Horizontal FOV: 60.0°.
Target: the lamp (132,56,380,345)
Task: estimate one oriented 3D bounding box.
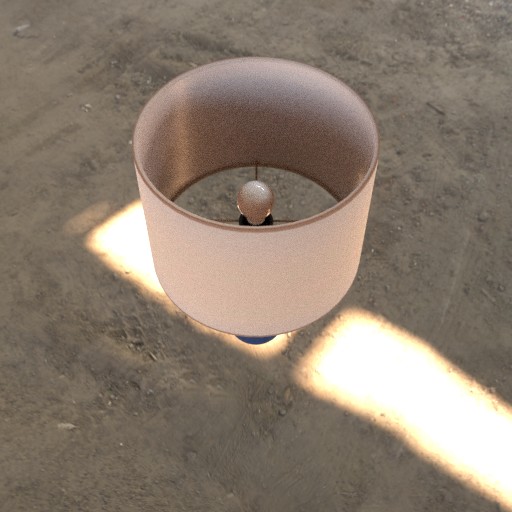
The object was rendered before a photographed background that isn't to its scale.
[{"bbox_3d":[0.000,0.000,0.832,0.367,0.609,0.367,0,58,0],"label":"lamp"}]
